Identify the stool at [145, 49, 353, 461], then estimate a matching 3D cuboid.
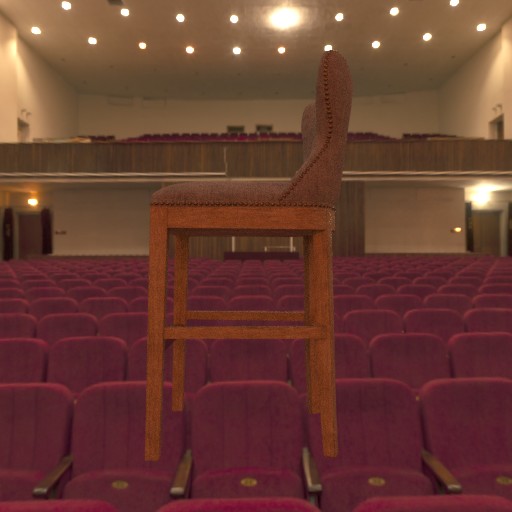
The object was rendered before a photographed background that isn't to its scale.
[{"bbox_3d":[0.000,0.000,1.421,0.606,1.123,0.494,0,-1,0],"label":"stool"}]
